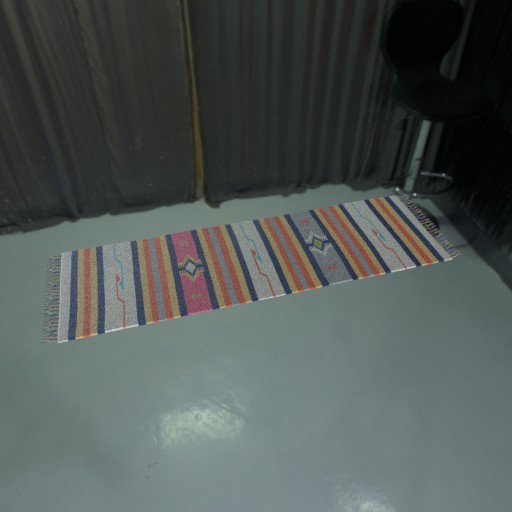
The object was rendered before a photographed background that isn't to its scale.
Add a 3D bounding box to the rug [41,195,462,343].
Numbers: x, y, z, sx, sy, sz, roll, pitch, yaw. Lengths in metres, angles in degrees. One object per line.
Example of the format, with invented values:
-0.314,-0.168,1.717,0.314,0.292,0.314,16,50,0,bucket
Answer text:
0.000,0.000,2.720,2.455,0.017,0.695,-11,44,-11,rug
